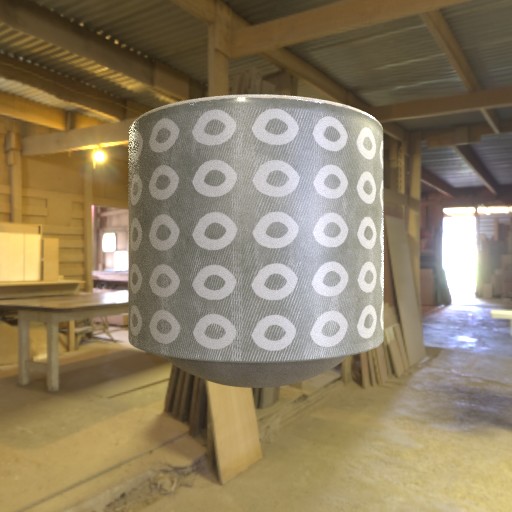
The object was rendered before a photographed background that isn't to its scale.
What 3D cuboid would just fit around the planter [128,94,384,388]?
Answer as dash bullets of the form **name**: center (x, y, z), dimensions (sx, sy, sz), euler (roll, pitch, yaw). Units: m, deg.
- **planter**: center (0.000, 0.000, 0.453), dimensions (0.250, 0.239, 0.250), euler (0, 0, 0)
